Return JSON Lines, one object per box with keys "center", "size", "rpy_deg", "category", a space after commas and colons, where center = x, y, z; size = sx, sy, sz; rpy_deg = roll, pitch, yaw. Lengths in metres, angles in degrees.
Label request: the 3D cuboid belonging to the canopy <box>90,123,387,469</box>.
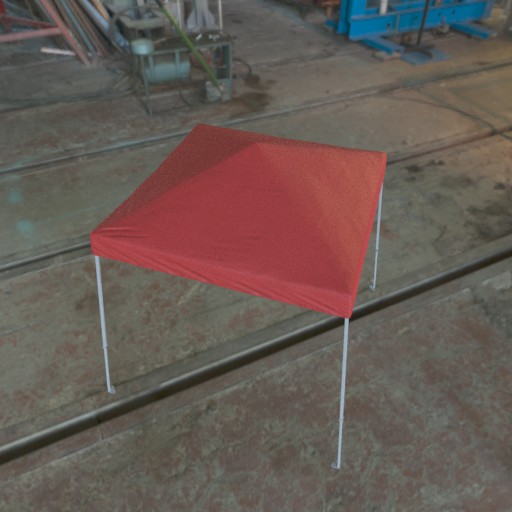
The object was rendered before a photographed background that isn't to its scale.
{"center": [0.000, 0.000, 6.447], "size": [3.600, 3.600, 3.599], "rpy_deg": [13, 44, 14], "category": "canopy"}
